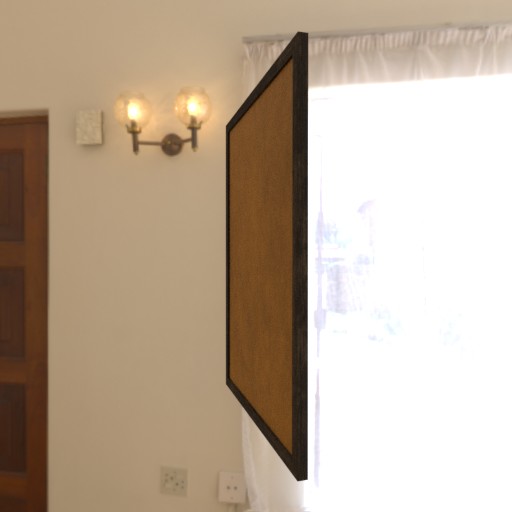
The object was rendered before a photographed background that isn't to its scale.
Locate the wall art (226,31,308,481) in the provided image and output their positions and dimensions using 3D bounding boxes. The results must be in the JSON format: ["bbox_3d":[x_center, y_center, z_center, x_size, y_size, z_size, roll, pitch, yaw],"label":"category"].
[{"bbox_3d":[0.000,0.000,1.444,0.029,1.066,0.812,0,0,-16],"label":"wall art"}]
